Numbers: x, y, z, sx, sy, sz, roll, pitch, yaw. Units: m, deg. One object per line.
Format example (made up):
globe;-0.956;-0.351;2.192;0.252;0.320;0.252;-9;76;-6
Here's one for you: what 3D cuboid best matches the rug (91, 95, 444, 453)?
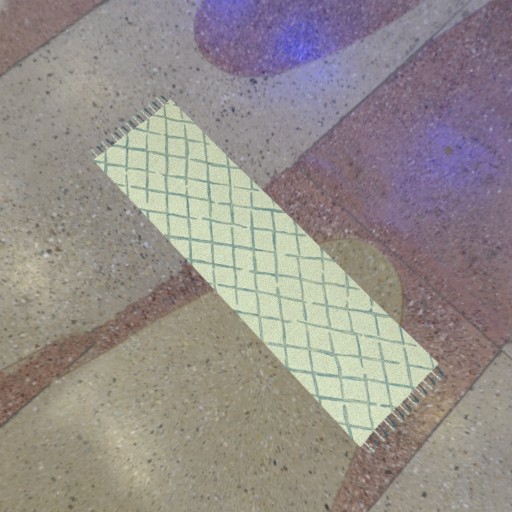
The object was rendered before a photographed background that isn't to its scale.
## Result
rug;0.000;0.000;2.558;0.620;0.008;2.372;-42;80;-10
